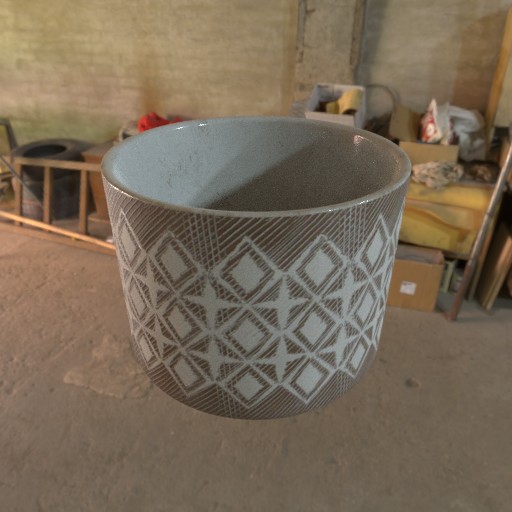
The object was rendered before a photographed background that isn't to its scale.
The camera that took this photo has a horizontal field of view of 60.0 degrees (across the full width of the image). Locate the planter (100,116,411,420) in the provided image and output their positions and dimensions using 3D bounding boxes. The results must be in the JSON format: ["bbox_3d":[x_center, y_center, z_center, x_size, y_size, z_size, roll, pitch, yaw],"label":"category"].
[{"bbox_3d":[0.000,0.000,0.214,0.126,0.104,0.126,0,31,0],"label":"planter"}]
